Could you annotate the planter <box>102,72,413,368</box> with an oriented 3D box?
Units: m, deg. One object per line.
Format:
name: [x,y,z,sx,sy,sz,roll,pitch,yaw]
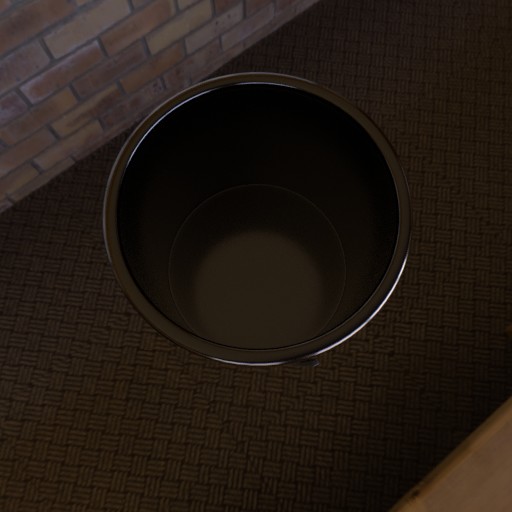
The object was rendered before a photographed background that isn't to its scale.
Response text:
planter: [0.000,0.000,0.634,0.310,0.432,0.310,19,77,5]
